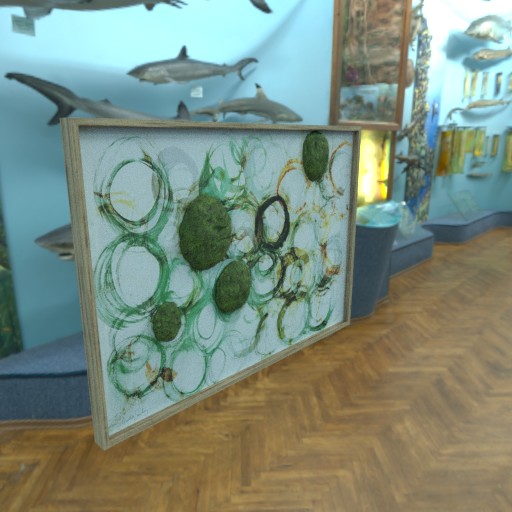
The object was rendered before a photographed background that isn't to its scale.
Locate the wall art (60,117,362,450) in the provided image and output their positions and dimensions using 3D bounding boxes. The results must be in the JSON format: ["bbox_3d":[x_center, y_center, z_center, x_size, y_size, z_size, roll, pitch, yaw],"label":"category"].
[{"bbox_3d":[0.000,0.000,1.063,0.063,0.609,0.841,14,21,43],"label":"wall art"}]
